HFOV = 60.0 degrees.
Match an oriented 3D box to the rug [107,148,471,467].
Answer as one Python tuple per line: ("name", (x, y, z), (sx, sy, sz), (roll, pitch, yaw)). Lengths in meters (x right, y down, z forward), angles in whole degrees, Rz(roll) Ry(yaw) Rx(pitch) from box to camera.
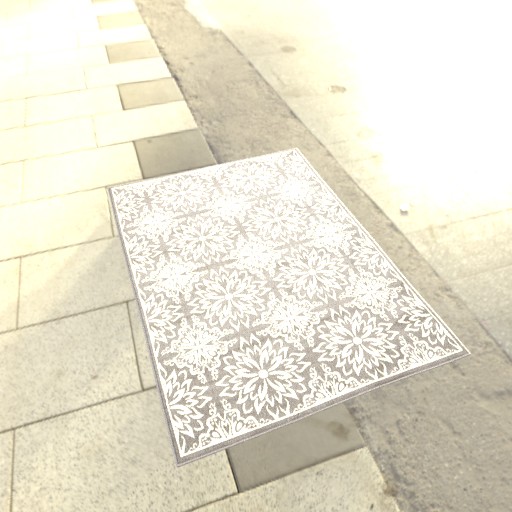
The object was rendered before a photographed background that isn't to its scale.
("rug", (0.000, 0.000, 2.888), (1.608, 0.014, 2.213), (-15, 47, -15))
